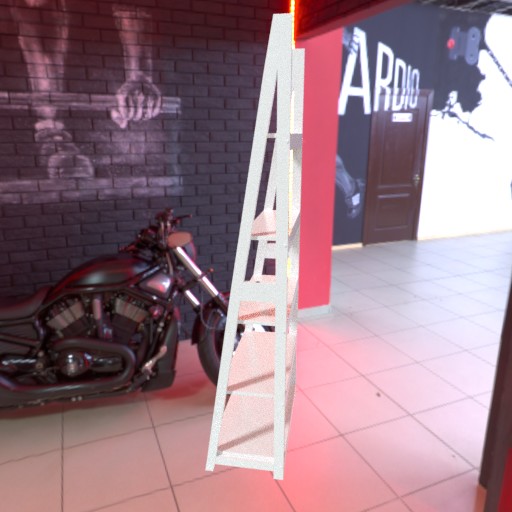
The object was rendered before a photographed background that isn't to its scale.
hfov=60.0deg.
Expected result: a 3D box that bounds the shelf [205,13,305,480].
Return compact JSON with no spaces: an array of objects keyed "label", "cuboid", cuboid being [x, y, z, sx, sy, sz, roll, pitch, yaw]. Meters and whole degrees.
[{"label":"shelf","cuboid":[0.000,0.000,1.965,0.341,1.779,0.636,3,16,9]}]
